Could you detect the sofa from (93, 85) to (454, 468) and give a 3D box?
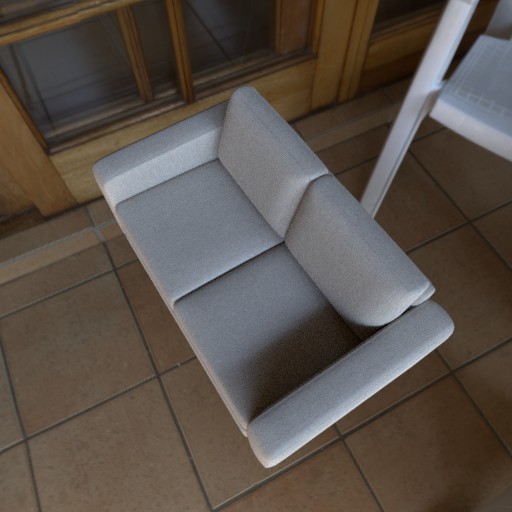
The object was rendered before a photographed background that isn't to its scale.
[{"bbox_3d":[0.000,0.000,2.044,0.900,0.800,1.540,-30,66,-15],"label":"sofa"}]
